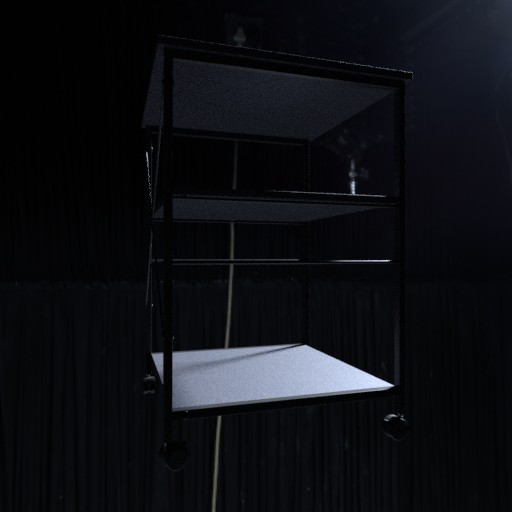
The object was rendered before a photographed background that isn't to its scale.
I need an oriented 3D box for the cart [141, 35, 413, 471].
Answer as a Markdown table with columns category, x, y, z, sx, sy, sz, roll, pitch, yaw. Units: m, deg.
| category | x | y | z | sx | sy | sz | roll | pitch | yaw |
| --- | --- | --- | --- | --- | --- | --- | --- | --- | --- |
| cart | 0.000 | 0.000 | 1.090 | 0.520 | 0.762 | 0.521 | 0 | 0 | -18 |
